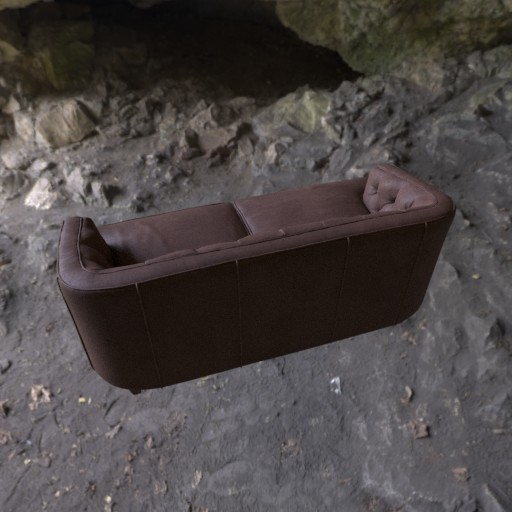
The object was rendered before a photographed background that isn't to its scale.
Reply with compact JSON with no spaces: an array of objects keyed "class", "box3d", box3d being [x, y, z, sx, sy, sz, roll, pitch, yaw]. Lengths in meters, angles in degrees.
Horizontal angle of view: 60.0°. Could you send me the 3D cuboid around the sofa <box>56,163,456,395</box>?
[{"class":"sofa","box3d":[0.000,0.000,2.259,1.767,0.799,0.917,-12,42,-14]}]
